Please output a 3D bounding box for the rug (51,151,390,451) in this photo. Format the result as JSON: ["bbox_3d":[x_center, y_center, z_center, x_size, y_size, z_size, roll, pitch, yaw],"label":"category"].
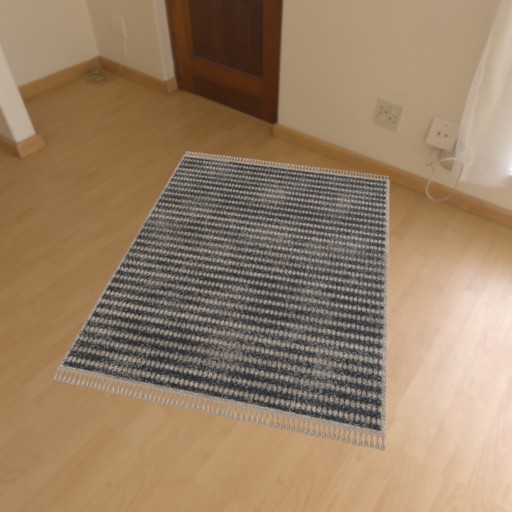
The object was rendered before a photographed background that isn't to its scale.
[{"bbox_3d":[0.000,0.000,3.860,2.256,0.013,2.910,9,46,9],"label":"rug"}]
